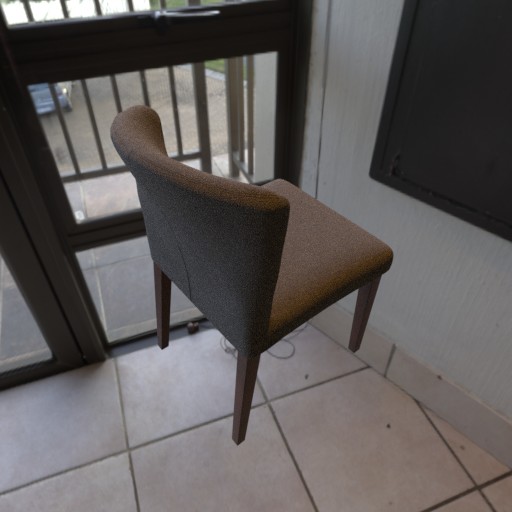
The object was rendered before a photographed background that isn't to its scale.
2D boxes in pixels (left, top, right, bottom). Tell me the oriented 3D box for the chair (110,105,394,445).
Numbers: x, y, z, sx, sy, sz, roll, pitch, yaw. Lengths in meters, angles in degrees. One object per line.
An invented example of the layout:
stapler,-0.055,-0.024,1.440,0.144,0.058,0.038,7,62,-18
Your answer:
chair,0.000,0.000,1.194,0.589,0.839,0.491,-29,49,-28
